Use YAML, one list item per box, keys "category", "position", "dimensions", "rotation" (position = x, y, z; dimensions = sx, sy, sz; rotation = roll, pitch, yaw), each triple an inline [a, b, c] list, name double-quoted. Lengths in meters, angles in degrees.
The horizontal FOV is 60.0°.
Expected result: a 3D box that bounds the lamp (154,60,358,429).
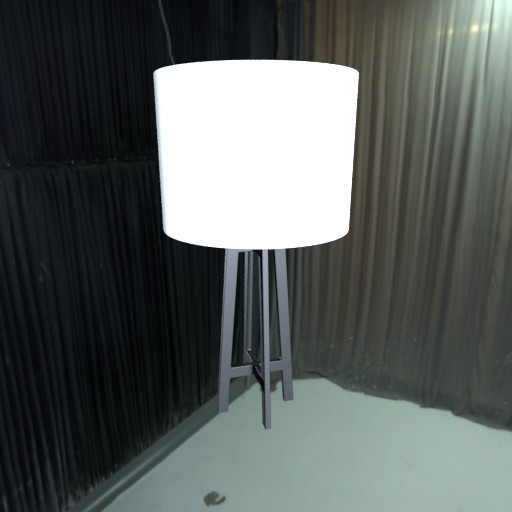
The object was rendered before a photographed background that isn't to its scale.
- category: "lamp"
  position: [0.000, 0.000, 0.635]
  dimensions: [0.257, 0.489, 0.257]
  rotation: [8, 18, 27]
